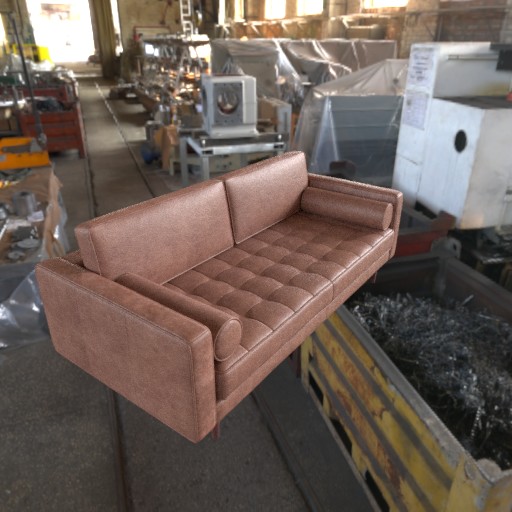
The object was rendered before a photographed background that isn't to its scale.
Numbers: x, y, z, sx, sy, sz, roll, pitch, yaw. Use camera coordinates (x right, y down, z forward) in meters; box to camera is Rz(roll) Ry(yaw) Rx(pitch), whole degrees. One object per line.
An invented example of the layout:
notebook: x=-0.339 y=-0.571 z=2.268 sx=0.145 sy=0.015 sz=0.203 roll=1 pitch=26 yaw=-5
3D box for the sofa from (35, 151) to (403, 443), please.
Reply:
sofa: x=0.000 y=0.000 z=2.312 sx=0.910 sy=0.760 sz=1.870 roll=18 pitch=31 yaw=32
